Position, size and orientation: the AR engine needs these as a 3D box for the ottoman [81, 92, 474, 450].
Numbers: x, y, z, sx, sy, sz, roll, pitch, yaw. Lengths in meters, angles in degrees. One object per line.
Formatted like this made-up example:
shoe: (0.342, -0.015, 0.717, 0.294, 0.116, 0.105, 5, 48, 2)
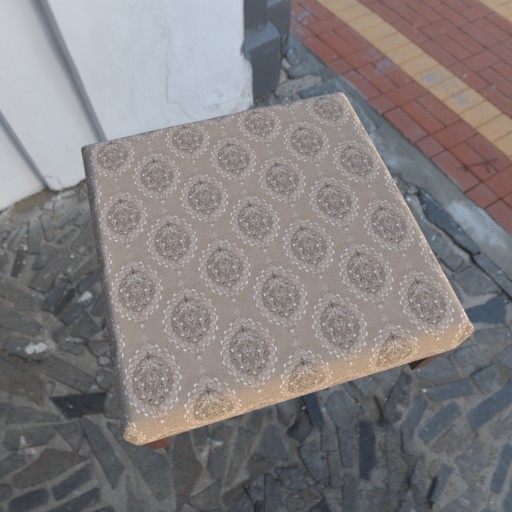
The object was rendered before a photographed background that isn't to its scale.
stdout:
ottoman: (0.000, 0.000, 1.378, 0.889, 0.411, 0.890, -14, 63, -8)
